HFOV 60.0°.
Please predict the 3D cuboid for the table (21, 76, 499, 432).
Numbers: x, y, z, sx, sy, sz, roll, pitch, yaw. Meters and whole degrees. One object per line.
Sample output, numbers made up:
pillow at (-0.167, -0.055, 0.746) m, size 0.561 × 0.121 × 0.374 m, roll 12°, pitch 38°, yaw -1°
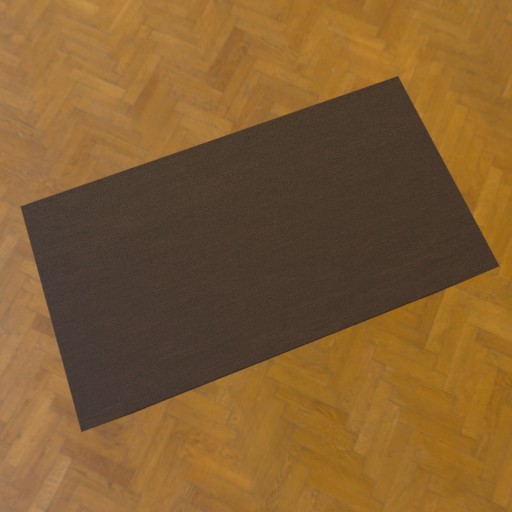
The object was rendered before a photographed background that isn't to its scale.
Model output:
table at (0.000, 0.000, 1.352) m, size 1.099 × 0.424 × 0.597 m, roll -20°, pitch 77°, yaw -5°
